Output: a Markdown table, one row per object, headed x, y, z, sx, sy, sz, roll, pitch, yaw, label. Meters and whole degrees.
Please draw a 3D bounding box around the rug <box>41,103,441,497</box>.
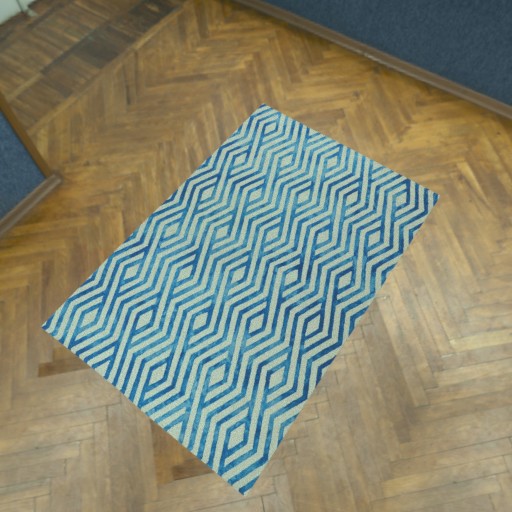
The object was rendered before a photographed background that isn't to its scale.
| x | y | z | sx | sy | sz | roll | pitch | yaw | label |
| --- | --- | --- | --- | --- | --- | --- | --- | --- | --- |
| 0.000 | 0.000 | 2.300 | 1.225 | 0.008 | 1.830 | 33 | 67 | 16 | rug |
